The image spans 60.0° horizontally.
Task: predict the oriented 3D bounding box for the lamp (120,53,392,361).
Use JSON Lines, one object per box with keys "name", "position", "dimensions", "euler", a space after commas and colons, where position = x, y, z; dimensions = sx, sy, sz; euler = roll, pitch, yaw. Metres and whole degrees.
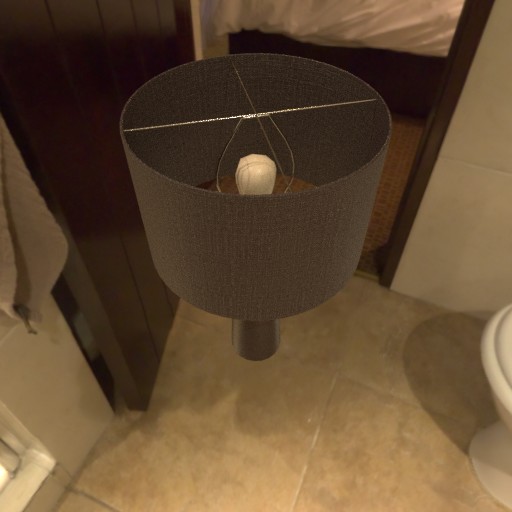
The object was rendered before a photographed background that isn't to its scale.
{"name": "lamp", "position": [0.000, 0.000, 0.681], "dimensions": [0.303, 0.488, 0.303], "euler": [0, 47, 0]}
